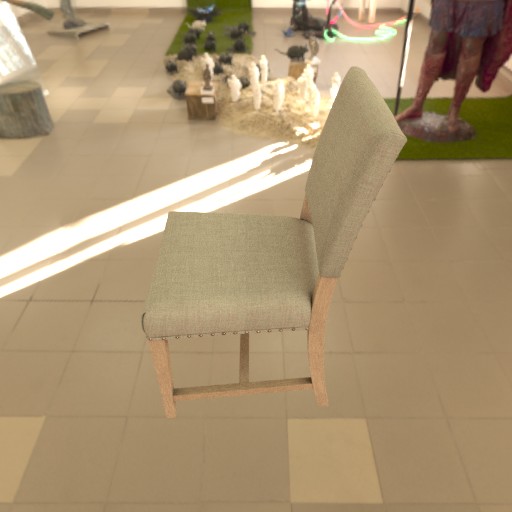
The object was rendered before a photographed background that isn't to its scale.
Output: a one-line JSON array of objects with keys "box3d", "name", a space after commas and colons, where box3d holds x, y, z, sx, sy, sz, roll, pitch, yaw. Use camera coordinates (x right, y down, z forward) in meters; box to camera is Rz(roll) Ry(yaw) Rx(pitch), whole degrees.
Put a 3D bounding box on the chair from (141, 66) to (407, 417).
[{"box3d": [0.000, 0.000, 1.355, 0.622, 0.986, 0.508, 0, 40, 0], "name": "chair"}]
